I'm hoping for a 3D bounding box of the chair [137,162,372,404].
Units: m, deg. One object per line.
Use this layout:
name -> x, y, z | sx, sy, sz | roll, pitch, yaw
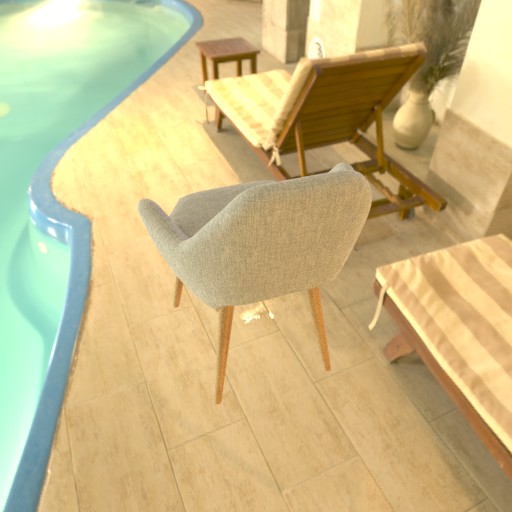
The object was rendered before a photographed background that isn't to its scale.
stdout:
chair -> 0.000, 0.000, 1.275 | 0.590, 0.840, 0.610 | -13, 43, -14
